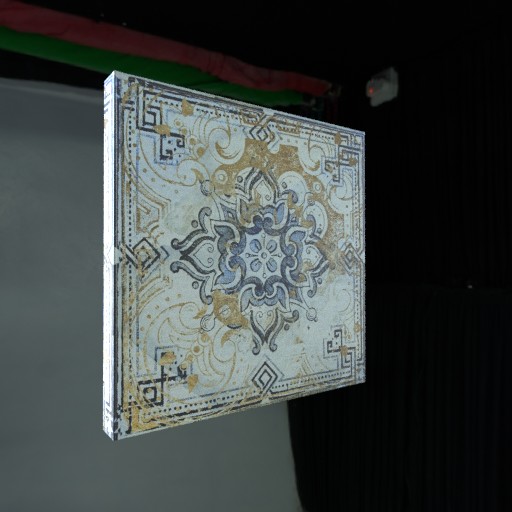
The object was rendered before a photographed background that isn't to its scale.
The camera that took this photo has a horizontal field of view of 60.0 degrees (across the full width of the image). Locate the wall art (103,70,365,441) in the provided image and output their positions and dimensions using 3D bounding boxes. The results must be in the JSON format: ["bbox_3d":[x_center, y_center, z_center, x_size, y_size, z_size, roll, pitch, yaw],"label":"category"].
[{"bbox_3d":[0.000,0.000,0.623,0.411,0.410,0.038,0,-1,-35],"label":"wall art"}]
